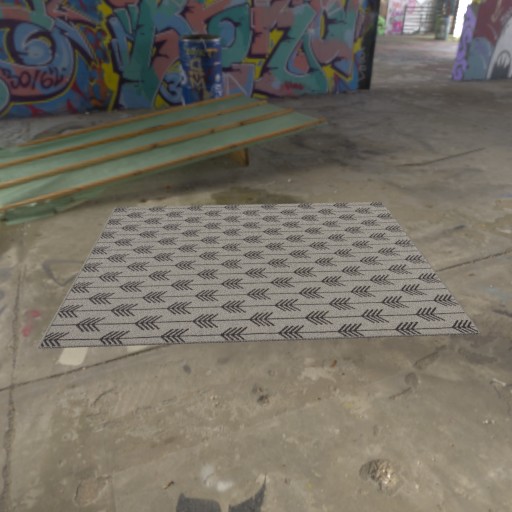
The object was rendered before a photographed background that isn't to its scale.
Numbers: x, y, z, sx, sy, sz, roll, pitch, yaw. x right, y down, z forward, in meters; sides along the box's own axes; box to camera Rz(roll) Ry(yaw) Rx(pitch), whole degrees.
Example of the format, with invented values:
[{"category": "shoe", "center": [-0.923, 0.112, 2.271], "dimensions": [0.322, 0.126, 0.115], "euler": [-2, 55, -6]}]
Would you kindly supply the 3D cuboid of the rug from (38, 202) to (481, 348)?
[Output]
[{"category": "rug", "center": [0.000, 0.000, 4.046], "dimensions": [3.061, 0.010, 2.330], "euler": [-1, 30, -2]}]
